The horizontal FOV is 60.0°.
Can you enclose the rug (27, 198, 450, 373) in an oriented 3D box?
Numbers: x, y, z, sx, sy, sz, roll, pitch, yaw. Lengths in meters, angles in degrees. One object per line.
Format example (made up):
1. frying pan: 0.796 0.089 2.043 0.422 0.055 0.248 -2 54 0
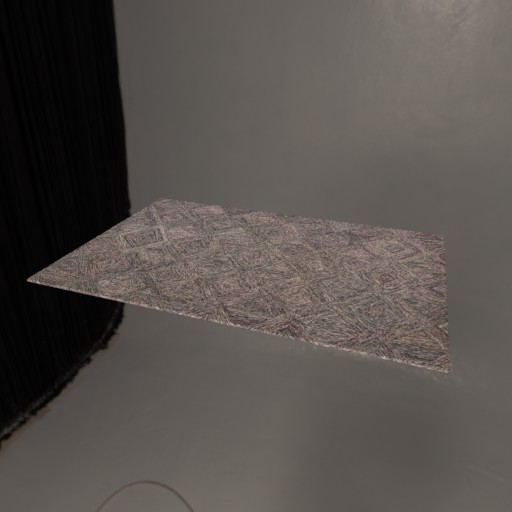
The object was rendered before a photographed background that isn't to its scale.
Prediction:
1. rug: 0.000 0.000 2.863 2.298 0.017 1.501 9 28 18
